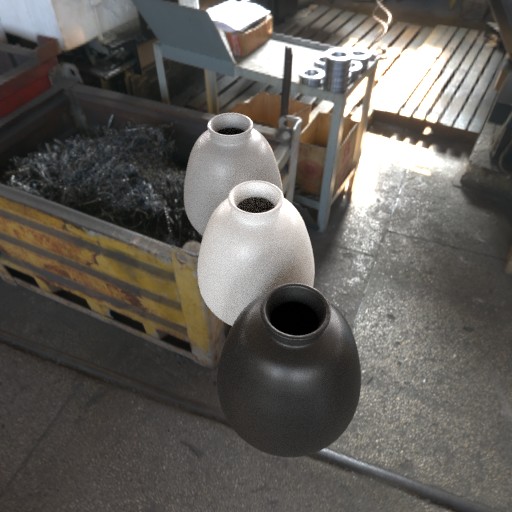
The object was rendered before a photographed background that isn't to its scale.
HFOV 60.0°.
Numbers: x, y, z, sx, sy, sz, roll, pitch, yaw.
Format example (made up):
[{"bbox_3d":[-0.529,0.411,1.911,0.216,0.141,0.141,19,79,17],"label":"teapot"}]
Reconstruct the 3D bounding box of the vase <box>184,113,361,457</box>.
[{"bbox_3d":[0.000,0.000,0.357,0.097,0.122,0.297,-9,48,-9],"label":"vase"}]
